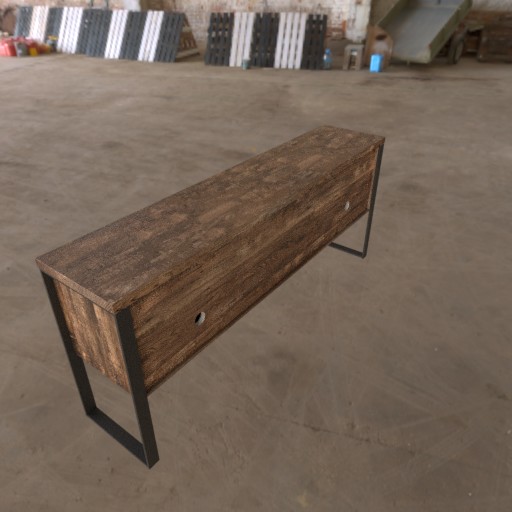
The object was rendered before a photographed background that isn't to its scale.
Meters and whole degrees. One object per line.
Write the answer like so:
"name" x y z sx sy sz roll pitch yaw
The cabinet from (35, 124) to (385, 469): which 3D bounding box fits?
"cabinet" 0.000 0.000 2.097 0.395 0.762 1.800 22 39 31
